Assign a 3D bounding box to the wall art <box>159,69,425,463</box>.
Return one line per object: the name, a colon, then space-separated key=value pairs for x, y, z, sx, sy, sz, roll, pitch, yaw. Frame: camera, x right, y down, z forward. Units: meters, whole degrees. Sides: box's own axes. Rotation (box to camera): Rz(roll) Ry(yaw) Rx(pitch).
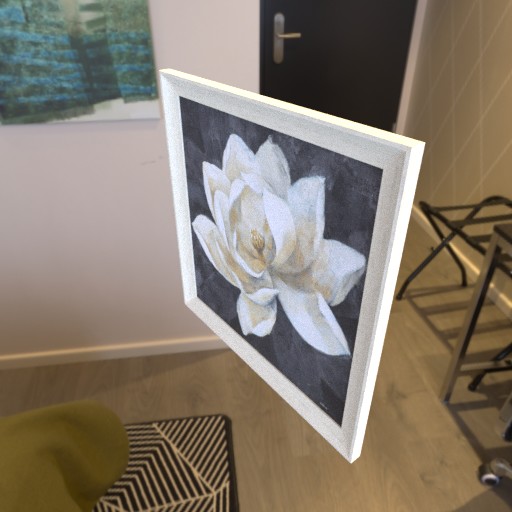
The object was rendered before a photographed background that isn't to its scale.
wall art: x=0.000 y=0.000 z=1.463 sx=0.045 sy=1.016 sz=1.016 roll=-23 pitch=39 yaw=-32
